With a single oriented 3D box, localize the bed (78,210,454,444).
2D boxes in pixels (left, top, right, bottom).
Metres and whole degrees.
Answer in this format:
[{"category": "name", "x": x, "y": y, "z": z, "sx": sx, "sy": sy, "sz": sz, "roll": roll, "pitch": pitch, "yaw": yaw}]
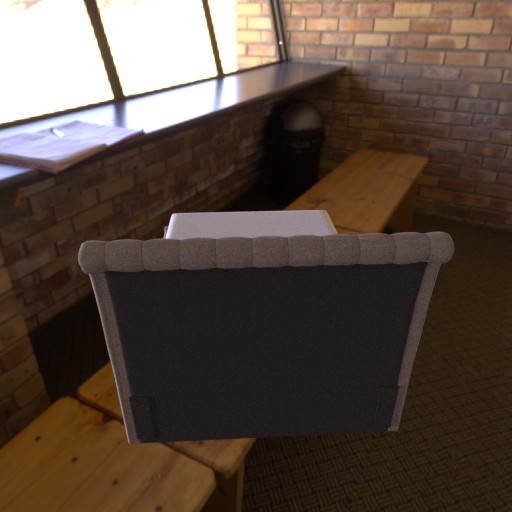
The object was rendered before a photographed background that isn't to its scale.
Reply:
[{"category": "bed", "x": 0.000, "y": 0.000, "z": 3.214, "sx": 1.645, "sy": 1.371, "sz": 2.252, "roll": -2, "pitch": 29, "yaw": -3}]
